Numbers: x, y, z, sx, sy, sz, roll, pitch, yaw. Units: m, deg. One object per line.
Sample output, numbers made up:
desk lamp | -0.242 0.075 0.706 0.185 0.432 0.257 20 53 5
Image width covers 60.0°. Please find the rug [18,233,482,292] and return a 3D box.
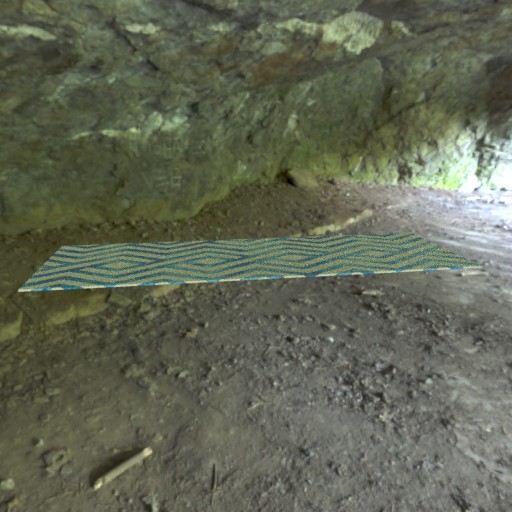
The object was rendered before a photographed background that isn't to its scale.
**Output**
rug | 0.000 0.000 1.644 1.492 0.007 0.503 -3 17 -8
